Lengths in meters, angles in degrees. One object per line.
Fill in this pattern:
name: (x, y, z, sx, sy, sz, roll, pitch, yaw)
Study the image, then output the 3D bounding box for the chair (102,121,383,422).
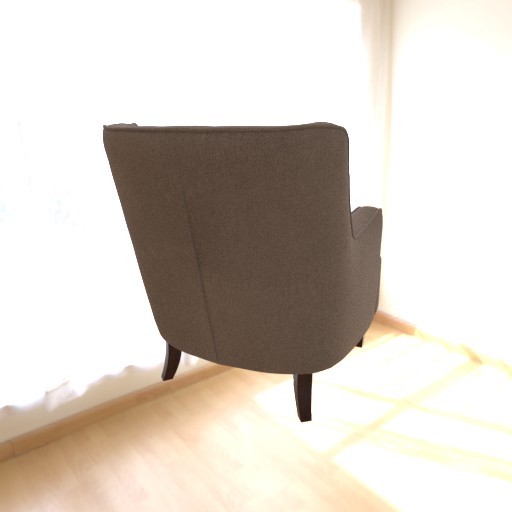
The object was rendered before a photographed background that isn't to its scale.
chair: (0.000, 0.000, 1.595, 0.781, 0.919, 0.910, 8, 18, 25)
